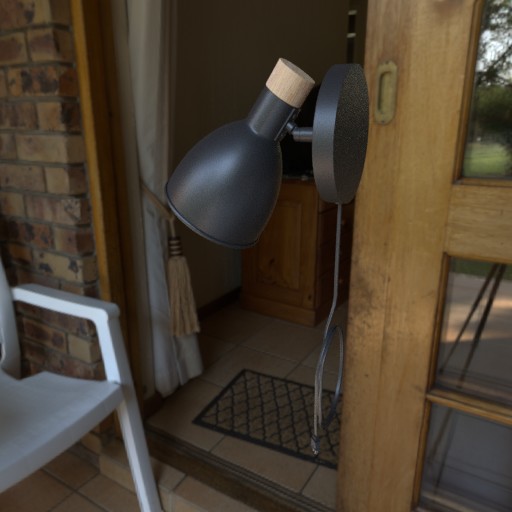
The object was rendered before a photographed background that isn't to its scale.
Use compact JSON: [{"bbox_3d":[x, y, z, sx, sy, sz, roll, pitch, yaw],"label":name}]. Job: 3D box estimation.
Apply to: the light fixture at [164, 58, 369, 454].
[{"bbox_3d":[0.000,0.000,0.492,0.203,0.401,0.127,8,18,25],"label":"light fixture"}]
